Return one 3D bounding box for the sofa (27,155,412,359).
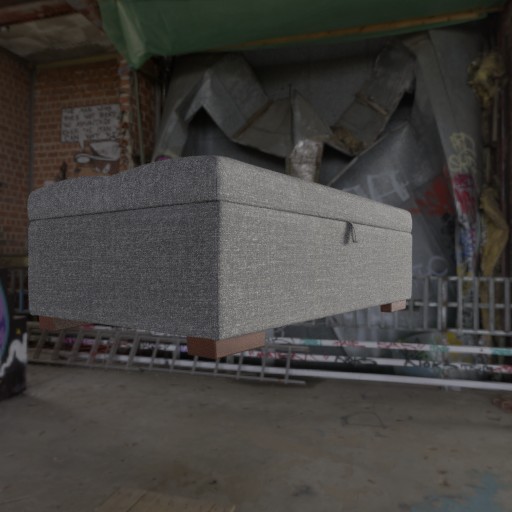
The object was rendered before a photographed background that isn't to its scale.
[{"bbox_3d":[0.000,0.000,1.539,0.782,0.417,1.198,-1,-1,36],"label":"sofa"}]
